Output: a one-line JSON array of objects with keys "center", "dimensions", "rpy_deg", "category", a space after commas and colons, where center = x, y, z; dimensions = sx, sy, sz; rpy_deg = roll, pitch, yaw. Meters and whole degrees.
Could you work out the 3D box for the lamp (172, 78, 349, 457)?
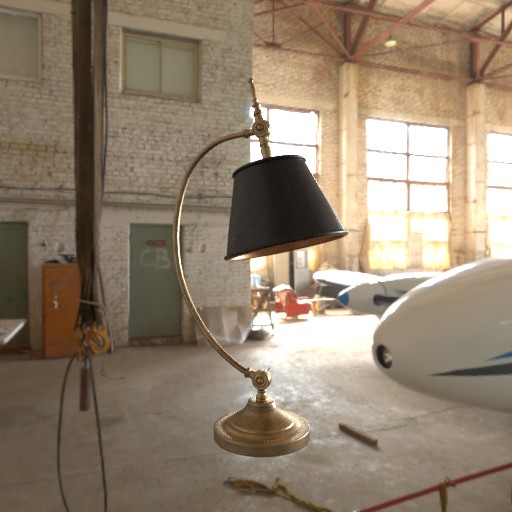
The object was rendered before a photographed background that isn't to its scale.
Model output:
[{"center": [0.000, 0.000, 0.840], "dimensions": [0.344, 0.675, 0.235], "rpy_deg": [0, 0, 16], "category": "lamp"}]
